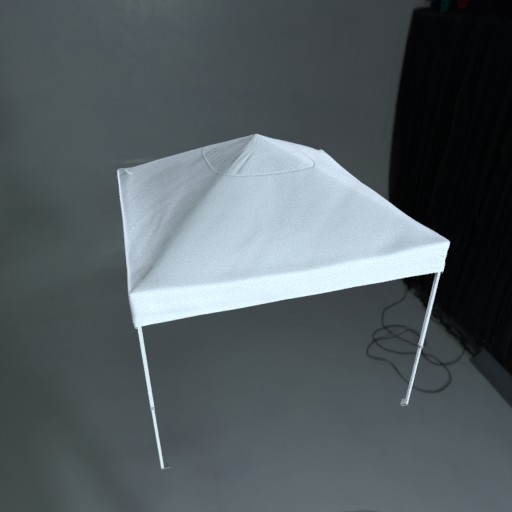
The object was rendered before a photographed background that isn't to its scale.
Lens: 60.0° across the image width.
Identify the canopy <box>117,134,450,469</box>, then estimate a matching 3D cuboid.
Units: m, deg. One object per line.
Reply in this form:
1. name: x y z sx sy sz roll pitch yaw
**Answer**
1. canopy: 0.000 0.000 5.443 2.996 2.997 2.998 -9 32 -14
